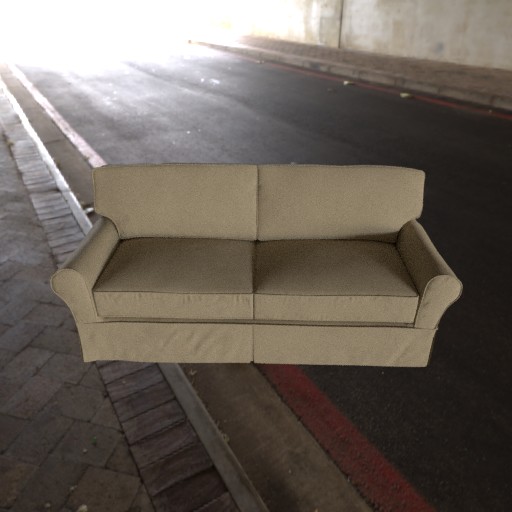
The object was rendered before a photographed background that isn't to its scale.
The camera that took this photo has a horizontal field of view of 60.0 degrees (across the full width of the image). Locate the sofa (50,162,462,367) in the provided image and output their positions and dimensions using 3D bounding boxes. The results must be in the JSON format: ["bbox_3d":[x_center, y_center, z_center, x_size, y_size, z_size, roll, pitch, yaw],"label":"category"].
[{"bbox_3d":[0.000,0.000,2.788,2.246,1.014,0.900,1,30,1],"label":"sofa"}]
